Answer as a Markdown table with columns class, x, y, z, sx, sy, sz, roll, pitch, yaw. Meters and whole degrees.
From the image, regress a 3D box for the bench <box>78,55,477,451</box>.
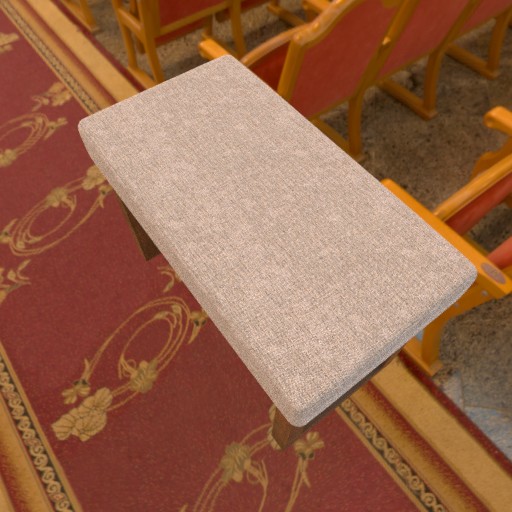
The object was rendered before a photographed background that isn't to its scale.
| class | x | y | z | sx | sy | sz | roll | pitch | yaw |
| --- | --- | --- | --- | --- | --- | --- | --- | --- | --- |
| bench | 0.000 | 0.000 | 0.950 | 0.366 | 0.467 | 0.681 | -33 | 64 | -18 |
